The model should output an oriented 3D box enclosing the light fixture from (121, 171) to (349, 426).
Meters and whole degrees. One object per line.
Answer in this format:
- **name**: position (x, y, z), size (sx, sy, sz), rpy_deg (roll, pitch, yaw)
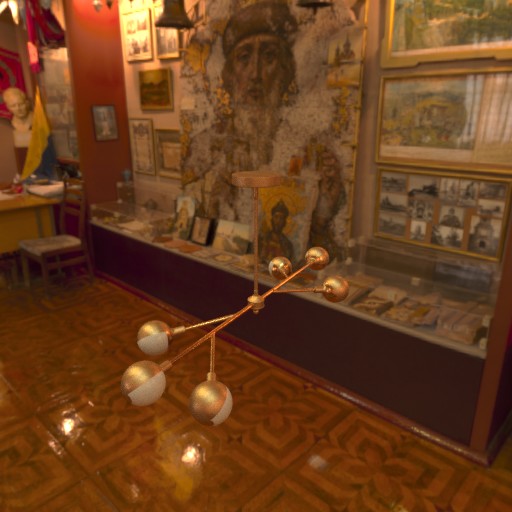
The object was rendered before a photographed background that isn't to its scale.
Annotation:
- **light fixture**: position (0.000, 0.000, 0.988), size (0.778, 0.362, 0.434), rpy_deg (-17, 25, -42)
